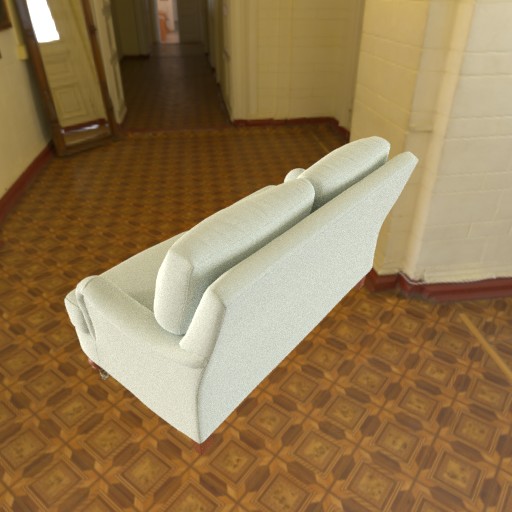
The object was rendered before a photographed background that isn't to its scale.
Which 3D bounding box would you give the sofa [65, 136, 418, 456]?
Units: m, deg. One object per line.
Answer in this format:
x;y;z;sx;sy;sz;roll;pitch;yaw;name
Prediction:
0.000;0.000;2.518;1.084;1.101;1.853;22;38;31;sofa
